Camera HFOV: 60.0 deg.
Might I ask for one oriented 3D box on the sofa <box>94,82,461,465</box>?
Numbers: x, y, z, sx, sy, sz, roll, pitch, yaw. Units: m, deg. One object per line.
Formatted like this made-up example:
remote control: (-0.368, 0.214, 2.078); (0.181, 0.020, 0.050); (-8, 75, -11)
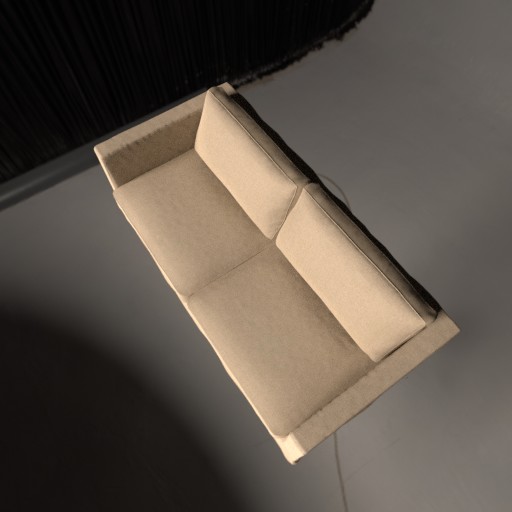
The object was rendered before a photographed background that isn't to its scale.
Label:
sofa: (0.000, 0.000, 2.516); (0.956, 0.847, 1.987); (-32, 67, -15)
